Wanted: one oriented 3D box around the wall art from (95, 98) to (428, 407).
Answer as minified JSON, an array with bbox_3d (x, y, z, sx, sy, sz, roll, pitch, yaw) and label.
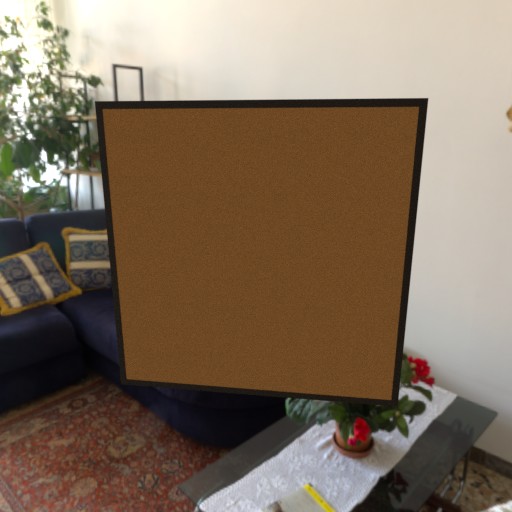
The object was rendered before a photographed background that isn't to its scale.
[{"bbox_3d":[0.000,0.000,0.460,0.304,0.304,0.038,2,16,8],"label":"wall art"}]
